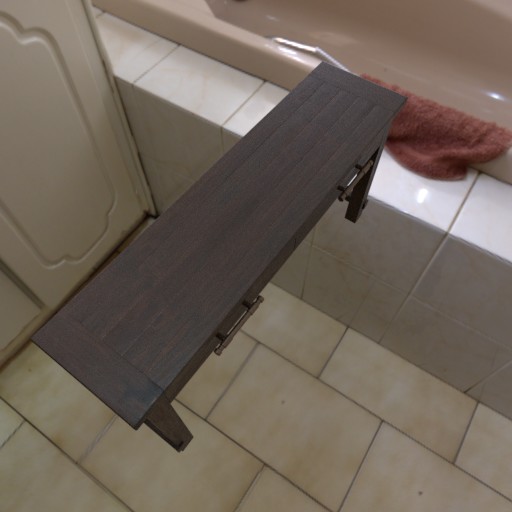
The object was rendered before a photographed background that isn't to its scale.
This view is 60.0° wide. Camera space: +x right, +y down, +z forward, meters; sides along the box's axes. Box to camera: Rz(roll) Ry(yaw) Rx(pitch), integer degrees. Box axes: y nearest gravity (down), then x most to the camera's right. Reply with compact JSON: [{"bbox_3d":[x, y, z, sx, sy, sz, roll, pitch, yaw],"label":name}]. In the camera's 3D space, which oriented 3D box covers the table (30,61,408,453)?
[{"bbox_3d":[0.000,0.000,1.863,0.442,0.762,1.599,32,63,18],"label":"table"}]
